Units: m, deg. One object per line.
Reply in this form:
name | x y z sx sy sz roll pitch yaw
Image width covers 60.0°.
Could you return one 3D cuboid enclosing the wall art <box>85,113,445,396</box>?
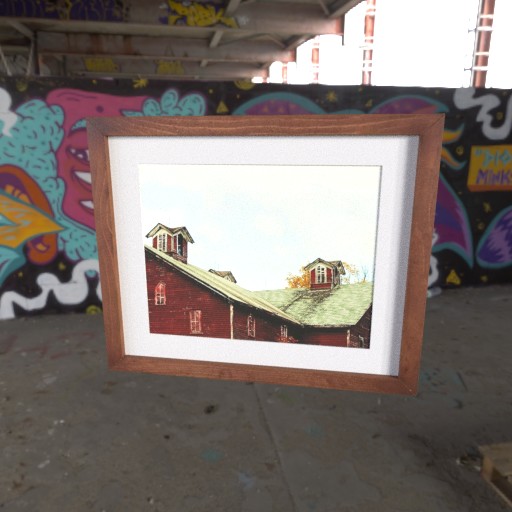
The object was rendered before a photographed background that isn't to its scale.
wall art | 0.000 0.000 0.544 0.401 0.328 0.030 2 15 9
